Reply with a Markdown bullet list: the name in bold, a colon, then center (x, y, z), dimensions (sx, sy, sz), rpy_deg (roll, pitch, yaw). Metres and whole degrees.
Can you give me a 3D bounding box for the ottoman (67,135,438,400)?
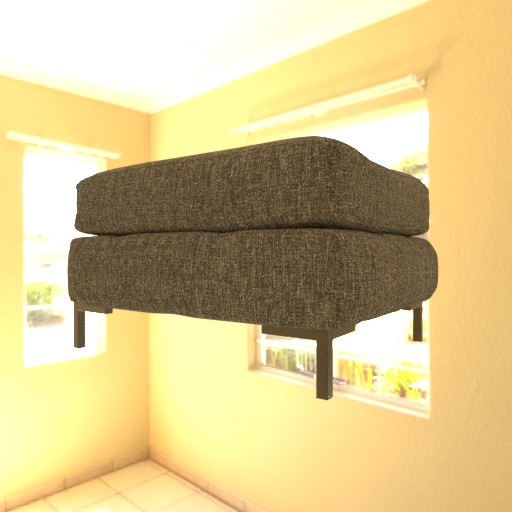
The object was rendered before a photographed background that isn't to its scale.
- **ottoman**: center (0.000, 0.000, 1.204), dimensions (0.828, 0.480, 0.683), rpy_deg (0, 0, 35)
